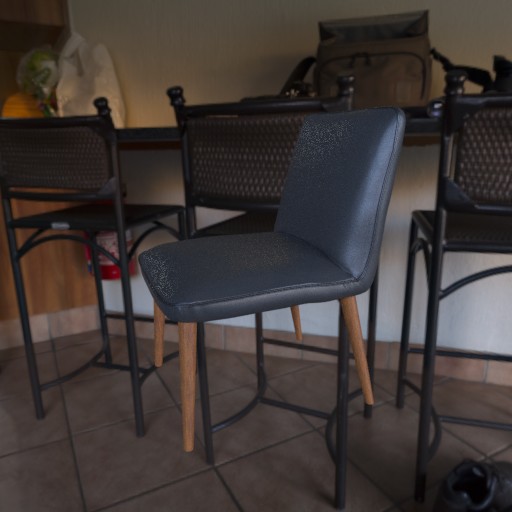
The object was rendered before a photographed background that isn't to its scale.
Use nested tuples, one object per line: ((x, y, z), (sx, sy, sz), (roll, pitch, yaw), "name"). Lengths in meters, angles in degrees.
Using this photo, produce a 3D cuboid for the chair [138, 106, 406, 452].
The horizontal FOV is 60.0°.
((0.000, 0.000, 1.261), (0.645, 0.801, 0.543), (-7, 16, -25), "chair")
